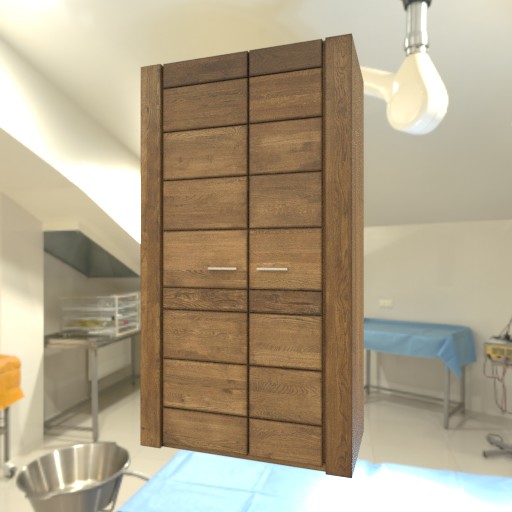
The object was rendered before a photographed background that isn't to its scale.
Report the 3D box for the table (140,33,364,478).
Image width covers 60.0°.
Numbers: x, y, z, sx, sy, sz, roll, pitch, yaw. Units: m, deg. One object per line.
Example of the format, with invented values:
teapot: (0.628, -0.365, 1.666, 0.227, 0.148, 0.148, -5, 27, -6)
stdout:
table: (0.000, 0.000, 2.430, 1.100, 2.000, 0.600, 0, 0, 19)
